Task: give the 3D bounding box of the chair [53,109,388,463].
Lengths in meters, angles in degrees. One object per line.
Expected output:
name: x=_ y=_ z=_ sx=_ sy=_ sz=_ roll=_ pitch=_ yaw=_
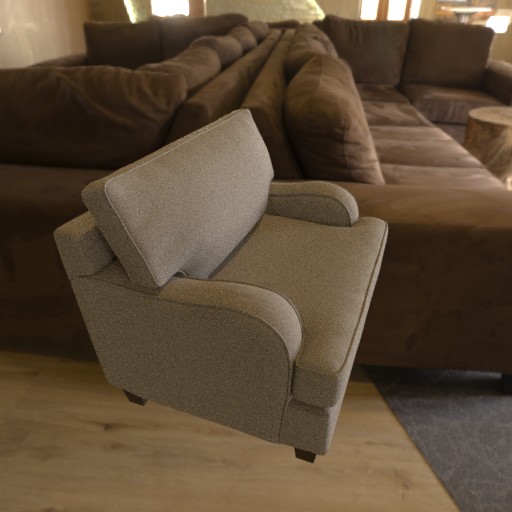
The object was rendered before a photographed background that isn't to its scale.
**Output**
chair: x=0.000 y=0.000 z=1.971 sx=1.040 sy=1.016 sz=1.220 roll=11 pitch=32 yaw=18
